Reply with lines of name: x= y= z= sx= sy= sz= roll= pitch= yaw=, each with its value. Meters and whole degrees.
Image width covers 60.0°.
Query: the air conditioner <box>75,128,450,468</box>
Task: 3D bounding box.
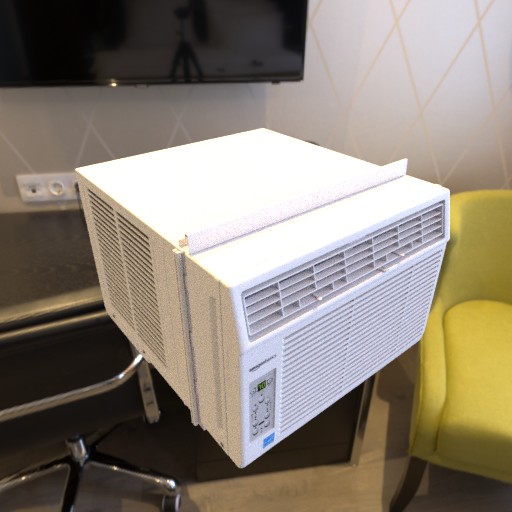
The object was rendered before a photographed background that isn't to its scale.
air conditioner: x=0.000 y=0.000 z=0.904 sx=0.503 sy=0.388 sz=0.546 roll=-22 pitch=38 yaw=-32
